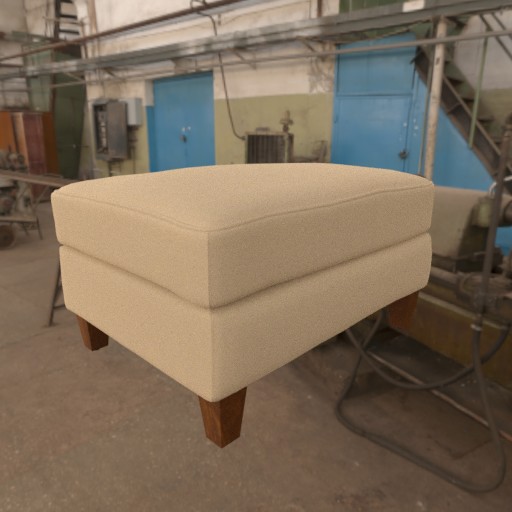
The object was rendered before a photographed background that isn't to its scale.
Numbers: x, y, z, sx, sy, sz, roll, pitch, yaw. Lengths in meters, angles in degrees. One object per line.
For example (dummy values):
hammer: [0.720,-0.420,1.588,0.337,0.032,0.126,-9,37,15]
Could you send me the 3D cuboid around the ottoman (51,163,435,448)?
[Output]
ottoman: [0.000,0.000,1.182,0.634,0.485,0.818,16,23,42]
